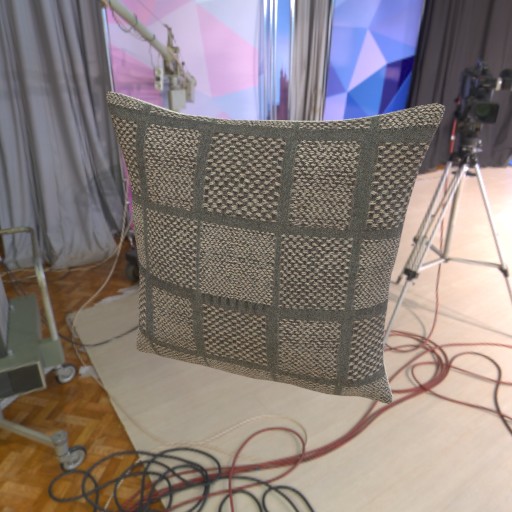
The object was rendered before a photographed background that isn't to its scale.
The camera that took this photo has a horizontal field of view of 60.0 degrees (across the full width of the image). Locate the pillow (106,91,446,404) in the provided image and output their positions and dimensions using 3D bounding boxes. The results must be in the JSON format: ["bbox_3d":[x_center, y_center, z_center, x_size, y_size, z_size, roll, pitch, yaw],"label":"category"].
[{"bbox_3d":[0.000,0.000,0.635,0.435,0.432,0.138,8,27,16],"label":"pillow"}]
